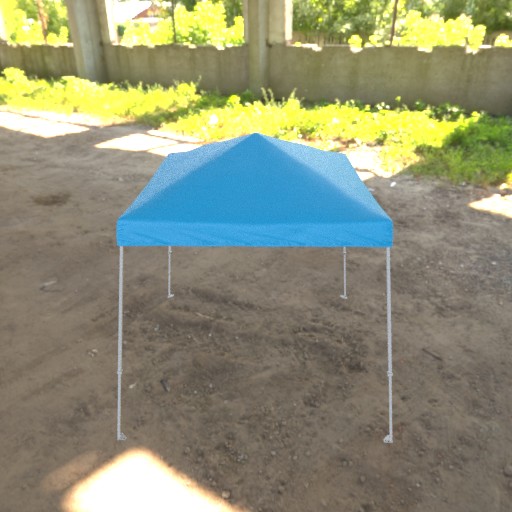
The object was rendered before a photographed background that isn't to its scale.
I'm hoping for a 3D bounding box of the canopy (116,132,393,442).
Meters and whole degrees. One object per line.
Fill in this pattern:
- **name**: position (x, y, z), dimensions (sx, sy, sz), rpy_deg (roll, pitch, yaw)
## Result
- **canopy**: position (0.000, 0.000, 6.580), dimensions (3.599, 3.600, 3.600), rpy_deg (0, 27, 1)
